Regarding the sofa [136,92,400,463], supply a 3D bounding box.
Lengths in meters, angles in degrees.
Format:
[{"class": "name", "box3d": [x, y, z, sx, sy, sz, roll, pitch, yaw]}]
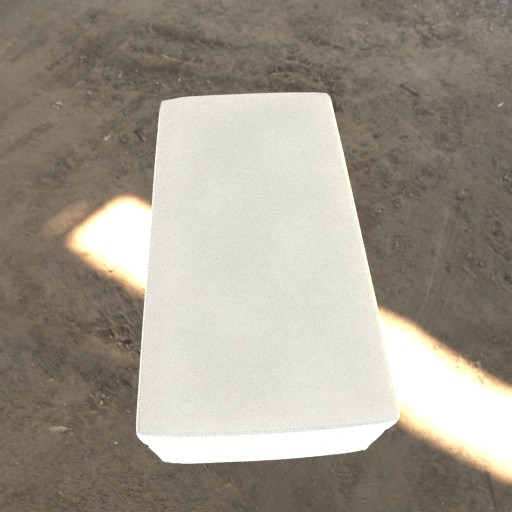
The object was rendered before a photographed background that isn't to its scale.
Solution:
[{"class": "sofa", "box3d": [0.000, 0.000, 2.062, 0.939, 0.552, 1.677, -3, 59, -2]}]
